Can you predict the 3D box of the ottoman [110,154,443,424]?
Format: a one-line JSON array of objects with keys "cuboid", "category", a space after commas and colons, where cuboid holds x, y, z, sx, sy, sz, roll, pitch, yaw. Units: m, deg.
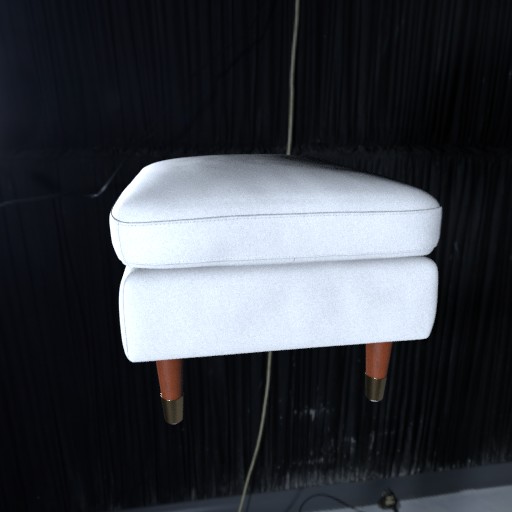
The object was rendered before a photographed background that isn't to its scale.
[{"cuboid": [0.000, 0.000, 1.098, 0.593, 0.478, 0.747, -3, 17, -10], "category": "ottoman"}]
